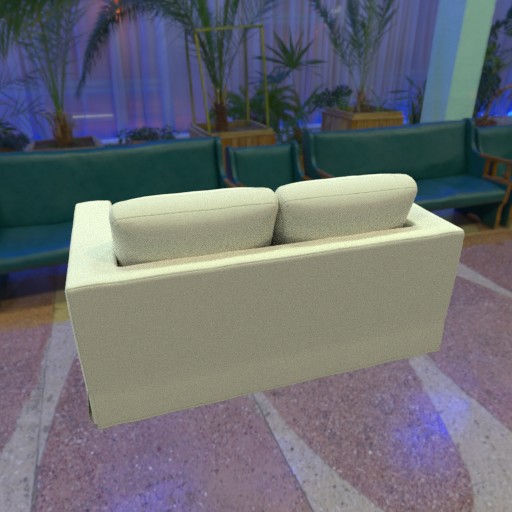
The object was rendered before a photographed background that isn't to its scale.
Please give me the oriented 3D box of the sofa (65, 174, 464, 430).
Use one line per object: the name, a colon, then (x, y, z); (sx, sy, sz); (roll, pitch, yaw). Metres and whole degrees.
sofa: (0.000, 0.000, 2.370); (1.813, 0.932, 1.009); (-8, 28, -16)
